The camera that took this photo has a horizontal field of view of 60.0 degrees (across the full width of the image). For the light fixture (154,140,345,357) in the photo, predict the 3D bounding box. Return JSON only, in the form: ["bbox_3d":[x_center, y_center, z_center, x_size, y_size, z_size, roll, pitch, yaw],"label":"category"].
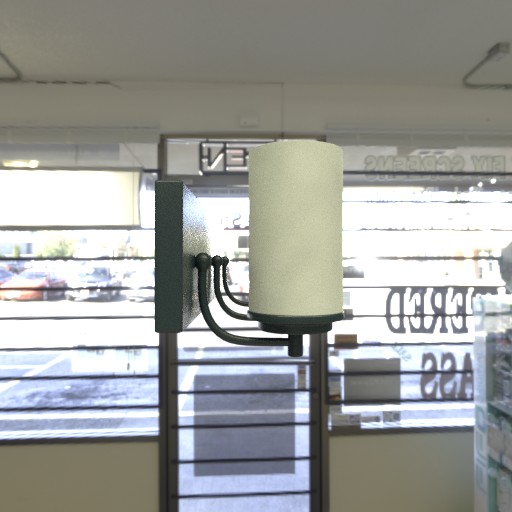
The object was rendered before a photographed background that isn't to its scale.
[{"bbox_3d":[0.000,0.000,0.529,0.145,0.172,0.451,0,-1,-1],"label":"light fixture"}]
